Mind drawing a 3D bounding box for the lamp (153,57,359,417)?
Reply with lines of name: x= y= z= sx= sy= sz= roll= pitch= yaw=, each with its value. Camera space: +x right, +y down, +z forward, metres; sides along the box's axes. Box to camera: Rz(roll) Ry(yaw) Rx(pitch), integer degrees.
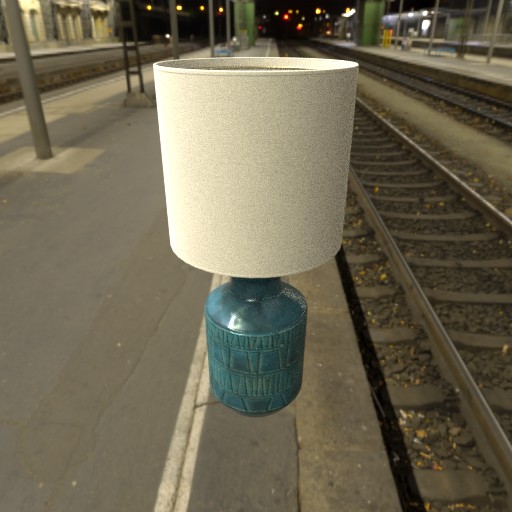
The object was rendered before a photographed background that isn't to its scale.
lamp: x=0.000 y=0.000 z=0.568 sx=0.211 sy=0.455 sz=0.211 roll=-9 pitch=28 yaw=-17
